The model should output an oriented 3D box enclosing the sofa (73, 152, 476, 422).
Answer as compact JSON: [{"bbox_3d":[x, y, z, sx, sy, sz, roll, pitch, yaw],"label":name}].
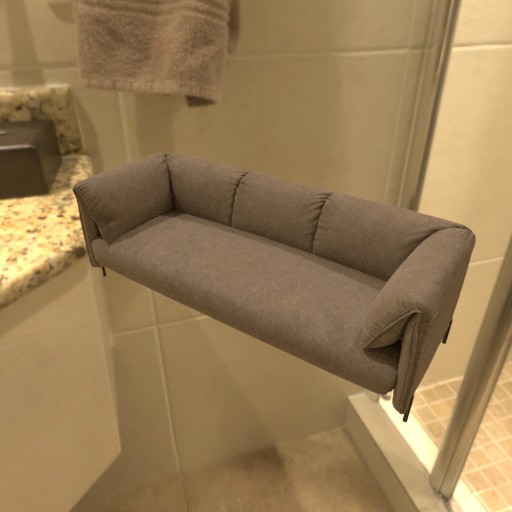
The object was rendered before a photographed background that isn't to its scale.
[{"bbox_3d":[0.000,0.000,2.686,2.238,0.758,0.899,20,36,29],"label":"sofa"}]
